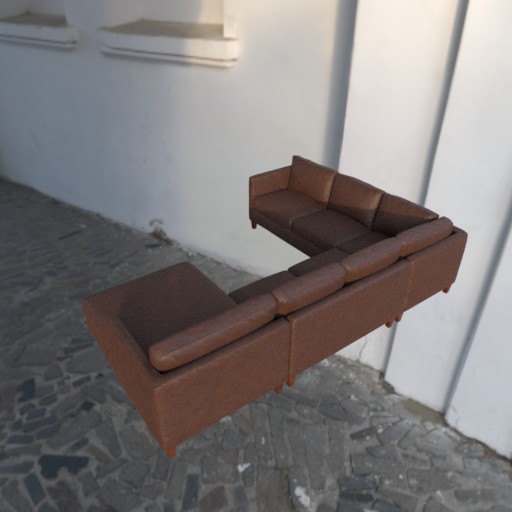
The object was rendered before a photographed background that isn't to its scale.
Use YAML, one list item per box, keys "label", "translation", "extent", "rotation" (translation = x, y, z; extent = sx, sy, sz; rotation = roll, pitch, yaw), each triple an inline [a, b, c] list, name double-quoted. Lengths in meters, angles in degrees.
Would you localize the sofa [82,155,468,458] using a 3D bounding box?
- label: "sofa"
  translation: [0.000, 0.000, 4.581]
  extent: [3.460, 0.923, 2.593]
  rotation: [-21, 37, -30]
